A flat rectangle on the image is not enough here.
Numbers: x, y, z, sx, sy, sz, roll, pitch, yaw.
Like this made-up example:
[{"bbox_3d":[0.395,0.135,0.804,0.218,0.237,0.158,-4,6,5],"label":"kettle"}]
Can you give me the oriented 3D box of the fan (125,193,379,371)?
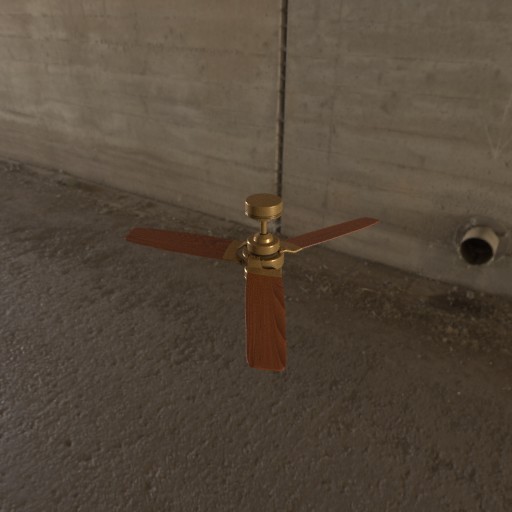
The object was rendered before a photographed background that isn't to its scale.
[{"bbox_3d":[0.000,0.000,2.028,1.416,0.425,1.271,0,29,0],"label":"fan"}]
